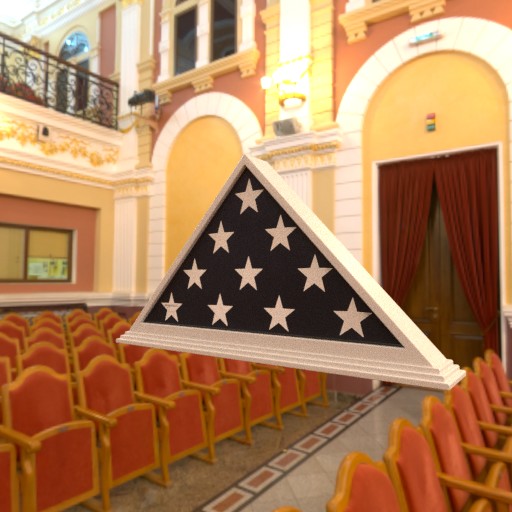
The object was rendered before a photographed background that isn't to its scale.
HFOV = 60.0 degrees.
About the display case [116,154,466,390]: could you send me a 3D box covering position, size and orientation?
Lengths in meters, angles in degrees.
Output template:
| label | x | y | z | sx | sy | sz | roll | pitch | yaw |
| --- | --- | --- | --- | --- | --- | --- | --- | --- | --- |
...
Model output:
| label | x | y | z | sx | sy | sz | roll | pitch | yaw |
| --- | --- | --- | --- | --- | --- | --- | --- | --- | --- |
| display case | 0.000 | 0.000 | 0.762 | 0.640 | 0.340 | 0.095 | -2 | -3 | 36 |
